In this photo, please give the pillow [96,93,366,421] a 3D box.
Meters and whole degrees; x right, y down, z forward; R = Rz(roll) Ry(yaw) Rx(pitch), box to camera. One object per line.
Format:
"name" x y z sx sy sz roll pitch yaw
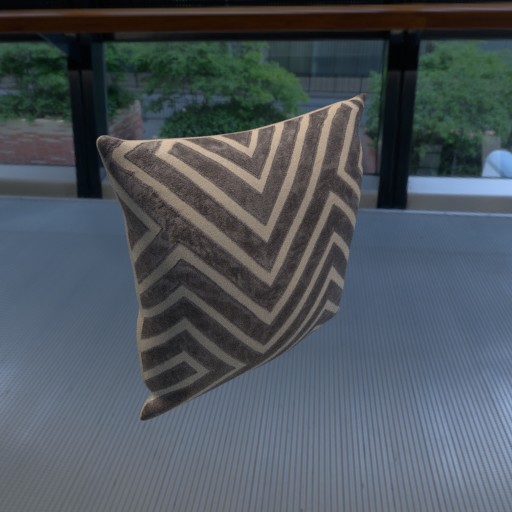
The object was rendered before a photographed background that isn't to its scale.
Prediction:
"pillow" 0.000 0.000 0.681 0.440 0.441 0.182 -22 37 -32
